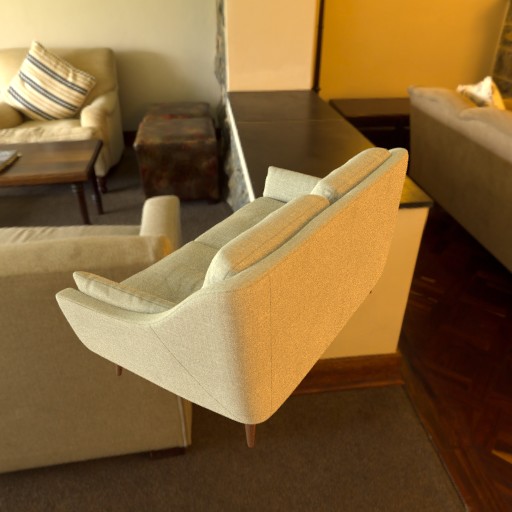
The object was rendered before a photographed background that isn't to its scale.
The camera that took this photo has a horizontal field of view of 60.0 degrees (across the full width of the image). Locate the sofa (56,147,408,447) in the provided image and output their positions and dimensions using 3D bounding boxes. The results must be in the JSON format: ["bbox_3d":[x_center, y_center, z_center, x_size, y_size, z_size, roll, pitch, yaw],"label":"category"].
[{"bbox_3d":[0.000,0.000,2.216,0.965,0.888,1.652,20,37,29],"label":"sofa"}]
